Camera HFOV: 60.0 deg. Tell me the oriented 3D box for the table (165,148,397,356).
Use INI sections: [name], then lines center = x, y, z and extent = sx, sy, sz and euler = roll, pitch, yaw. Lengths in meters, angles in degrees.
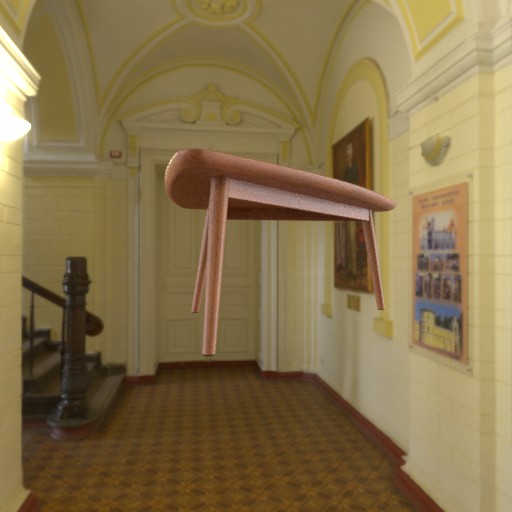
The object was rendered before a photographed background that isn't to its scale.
[table]
center = 0.000, 0.000, 1.290
extent = 0.601, 0.365, 1.008
euler = 0, 0, 36
